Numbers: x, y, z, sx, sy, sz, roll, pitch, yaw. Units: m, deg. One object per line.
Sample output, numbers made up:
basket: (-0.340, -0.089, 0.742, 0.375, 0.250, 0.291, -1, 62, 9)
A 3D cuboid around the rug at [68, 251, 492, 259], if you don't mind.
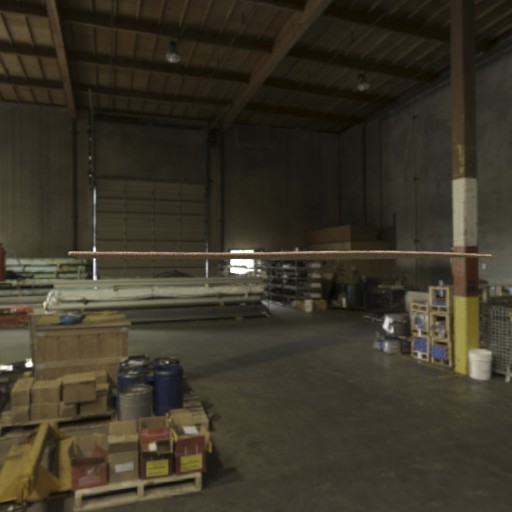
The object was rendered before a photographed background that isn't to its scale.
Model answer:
rug: (0.000, 0.000, 4.087, 3.052, 0.043, 2.453, 0, -1, -19)
